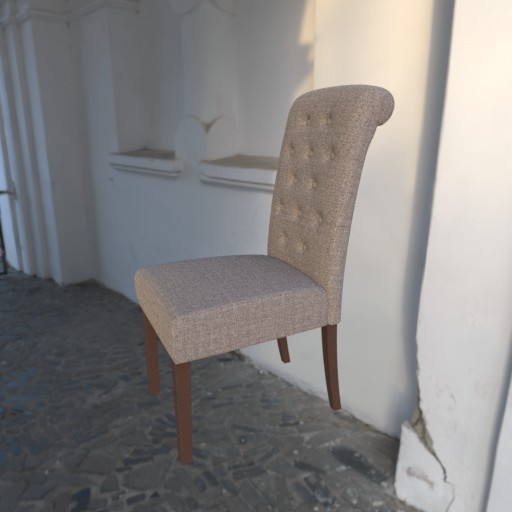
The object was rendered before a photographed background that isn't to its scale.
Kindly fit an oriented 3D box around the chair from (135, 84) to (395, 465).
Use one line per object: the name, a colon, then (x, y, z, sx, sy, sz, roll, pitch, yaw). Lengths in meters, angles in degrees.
chair: (0.000, 0.000, 1.376, 0.671, 1.006, 0.456, -8, 18, -25)
